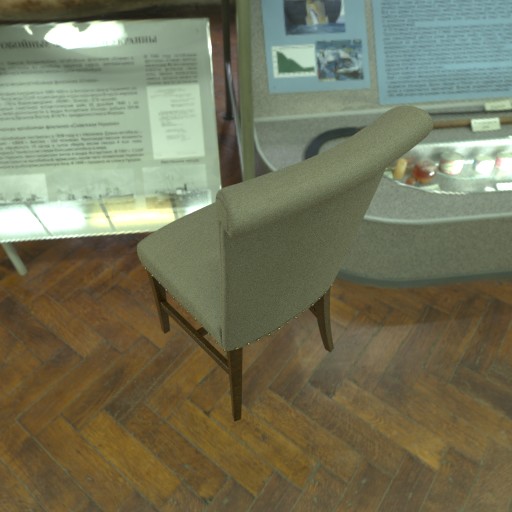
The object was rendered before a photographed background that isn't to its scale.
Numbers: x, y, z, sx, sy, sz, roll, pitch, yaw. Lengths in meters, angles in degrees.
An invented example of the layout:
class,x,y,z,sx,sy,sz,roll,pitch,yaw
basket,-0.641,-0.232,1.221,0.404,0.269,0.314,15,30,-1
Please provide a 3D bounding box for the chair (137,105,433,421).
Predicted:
class,x,y,z,sx,sy,sz,roll,pitch,yaw
chair,0.000,0.000,1.301,0.513,0.988,0.608,-30,54,-25
